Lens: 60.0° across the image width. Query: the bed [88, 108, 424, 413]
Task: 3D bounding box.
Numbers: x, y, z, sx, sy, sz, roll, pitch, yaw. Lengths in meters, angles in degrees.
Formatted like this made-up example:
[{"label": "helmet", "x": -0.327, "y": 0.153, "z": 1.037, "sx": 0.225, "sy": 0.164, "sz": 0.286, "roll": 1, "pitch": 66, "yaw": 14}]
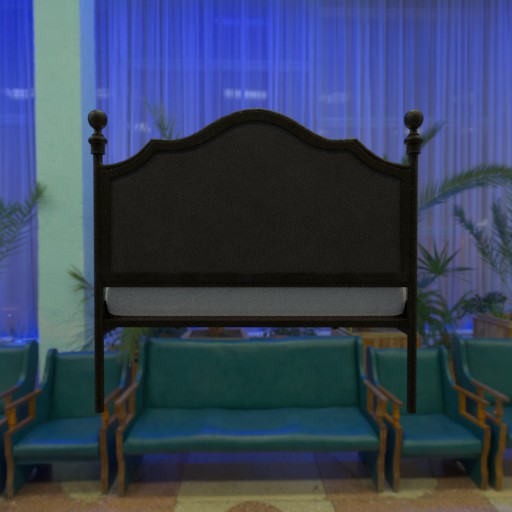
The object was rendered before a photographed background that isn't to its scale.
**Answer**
[{"label": "bed", "x": 0.000, "y": 0.000, "z": 3.255, "sx": 1.642, "sy": 1.499, "sz": 2.224, "roll": 0, "pitch": 1, "yaw": 0}]
